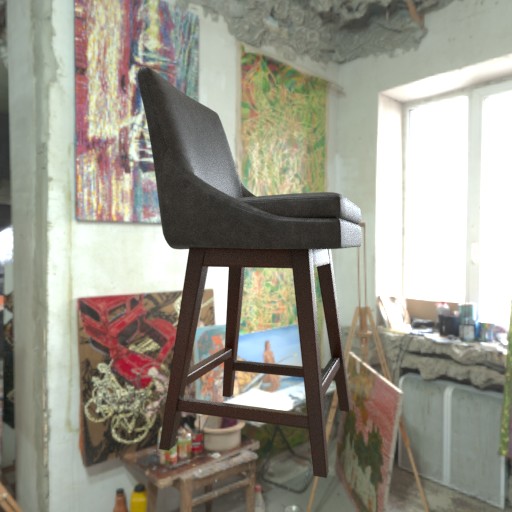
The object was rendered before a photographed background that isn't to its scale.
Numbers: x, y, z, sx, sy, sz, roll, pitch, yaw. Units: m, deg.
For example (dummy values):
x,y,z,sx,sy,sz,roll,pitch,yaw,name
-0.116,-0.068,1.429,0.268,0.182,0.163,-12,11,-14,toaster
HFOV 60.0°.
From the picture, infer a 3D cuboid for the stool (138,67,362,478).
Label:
x,y,z,sx,sy,sz,roll,pitch,yaw,name
0.000,0.000,1.349,0.587,1.046,0.492,1,2,19,stool
